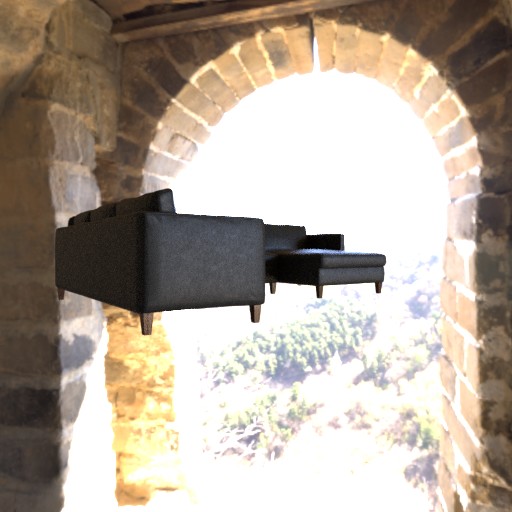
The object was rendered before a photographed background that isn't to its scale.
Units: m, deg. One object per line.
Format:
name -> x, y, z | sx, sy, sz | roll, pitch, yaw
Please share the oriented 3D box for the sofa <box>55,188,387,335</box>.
sofa -> 0.000, 0.000, 4.640 | 3.460, 0.923, 2.593 | 0, 1, -35
